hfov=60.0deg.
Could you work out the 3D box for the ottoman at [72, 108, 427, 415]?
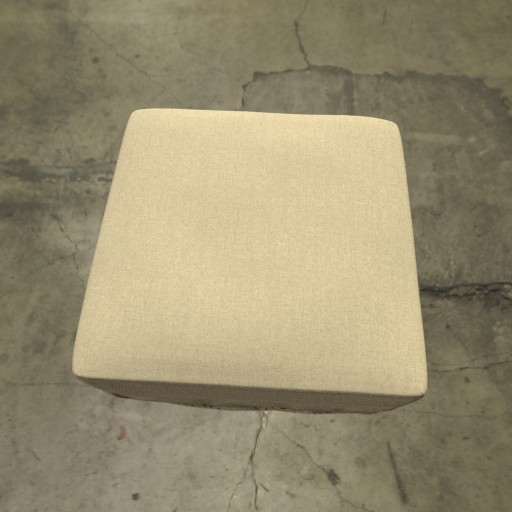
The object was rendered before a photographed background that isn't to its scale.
[{"bbox_3d":[0.000,0.000,1.326,0.843,0.436,0.840,3,64,1],"label":"ottoman"}]
